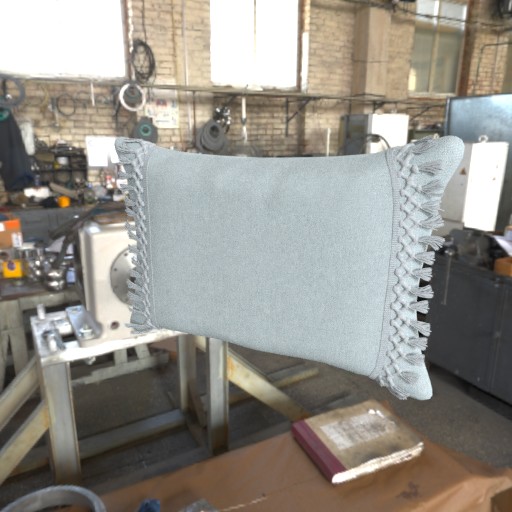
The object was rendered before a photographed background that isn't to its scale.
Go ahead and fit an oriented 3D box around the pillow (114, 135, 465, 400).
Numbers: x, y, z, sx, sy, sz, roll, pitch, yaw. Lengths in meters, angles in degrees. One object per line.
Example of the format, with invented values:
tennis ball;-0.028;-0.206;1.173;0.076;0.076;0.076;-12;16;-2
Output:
pillow;0.000;0.000;0.580;0.466;0.305;0.084;8;17;27
